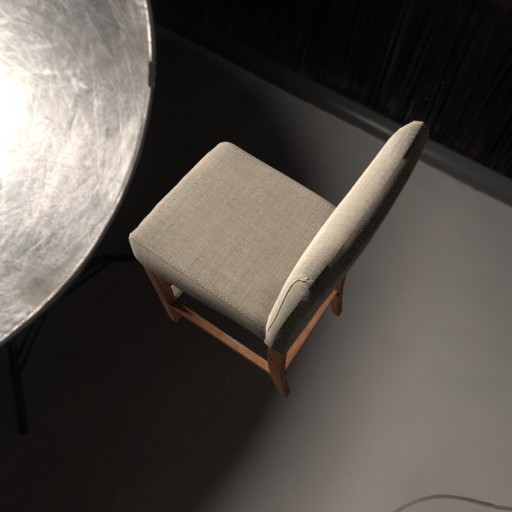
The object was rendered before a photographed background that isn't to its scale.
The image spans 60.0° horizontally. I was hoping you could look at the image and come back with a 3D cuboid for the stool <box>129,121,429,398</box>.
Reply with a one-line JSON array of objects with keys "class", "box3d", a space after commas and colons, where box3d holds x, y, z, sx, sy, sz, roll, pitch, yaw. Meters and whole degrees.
[{"class": "stool", "box3d": [0.000, 0.000, 1.307, 0.567, 1.039, 0.454, 32, 68, 15]}]
